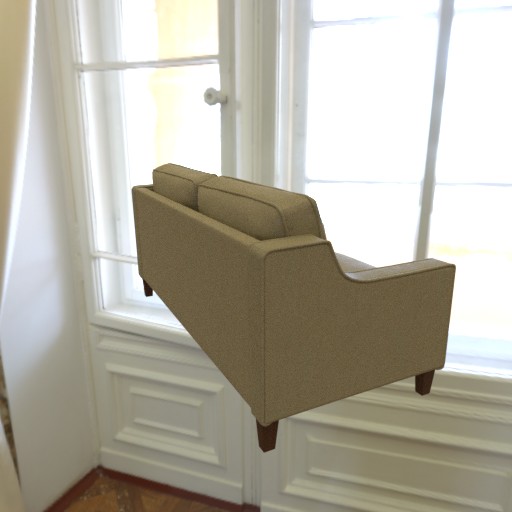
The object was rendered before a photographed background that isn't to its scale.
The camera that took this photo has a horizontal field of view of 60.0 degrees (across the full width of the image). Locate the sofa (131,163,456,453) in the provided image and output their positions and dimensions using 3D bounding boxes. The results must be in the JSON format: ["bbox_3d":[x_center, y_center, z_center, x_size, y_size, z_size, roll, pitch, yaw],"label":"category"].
[{"bbox_3d":[0.000,0.000,2.832,1.066,1.071,2.178,-8,18,-26],"label":"sofa"}]
